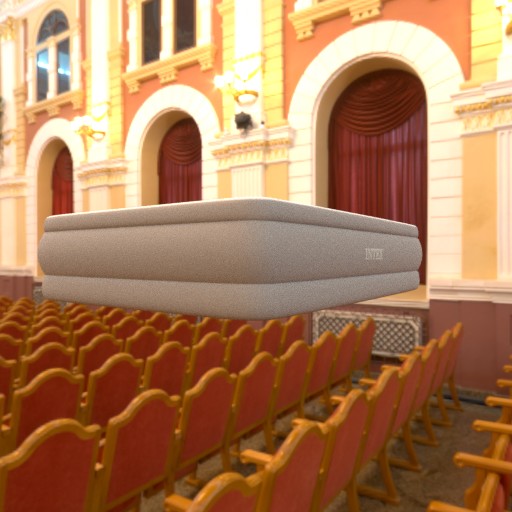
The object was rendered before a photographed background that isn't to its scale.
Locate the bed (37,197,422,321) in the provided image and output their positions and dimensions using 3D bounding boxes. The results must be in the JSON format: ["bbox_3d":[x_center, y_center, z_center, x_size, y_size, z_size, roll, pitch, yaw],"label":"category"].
[{"bbox_3d":[0.000,0.000,2.696,1.520,0.460,2.036,0,0,36],"label":"bed"}]
